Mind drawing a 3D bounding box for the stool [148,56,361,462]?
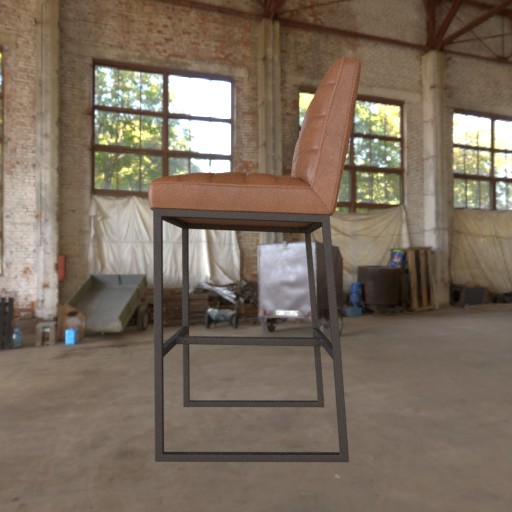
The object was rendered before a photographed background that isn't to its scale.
[{"bbox_3d":[0.000,0.000,1.337,0.556,1.040,0.458,0,-1,0],"label":"stool"}]
